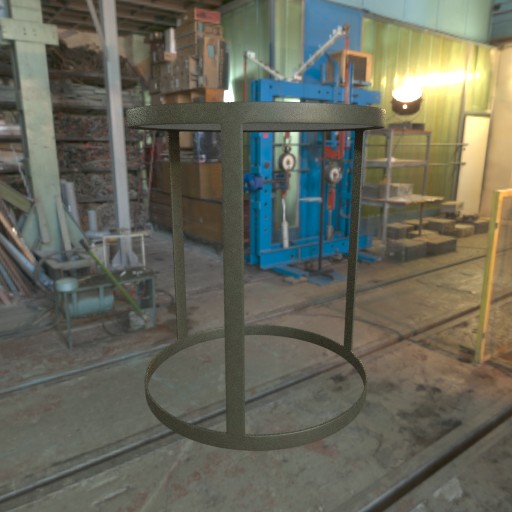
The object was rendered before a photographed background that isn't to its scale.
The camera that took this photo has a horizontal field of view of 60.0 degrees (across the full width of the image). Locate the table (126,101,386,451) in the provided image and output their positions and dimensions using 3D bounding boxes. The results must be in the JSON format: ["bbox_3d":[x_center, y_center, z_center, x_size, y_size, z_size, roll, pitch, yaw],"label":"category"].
[{"bbox_3d":[0.000,0.000,0.919,0.480,0.565,0.480,0,14,0],"label":"table"}]
